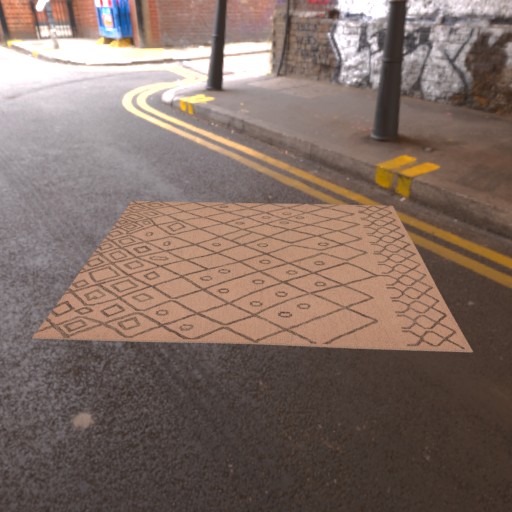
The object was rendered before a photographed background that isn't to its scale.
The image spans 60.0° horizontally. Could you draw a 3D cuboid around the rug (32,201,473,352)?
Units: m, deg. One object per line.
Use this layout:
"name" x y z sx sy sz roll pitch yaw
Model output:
"rug" 0.000 0.000 4.109 3.046 0.015 2.446 1 30 2
